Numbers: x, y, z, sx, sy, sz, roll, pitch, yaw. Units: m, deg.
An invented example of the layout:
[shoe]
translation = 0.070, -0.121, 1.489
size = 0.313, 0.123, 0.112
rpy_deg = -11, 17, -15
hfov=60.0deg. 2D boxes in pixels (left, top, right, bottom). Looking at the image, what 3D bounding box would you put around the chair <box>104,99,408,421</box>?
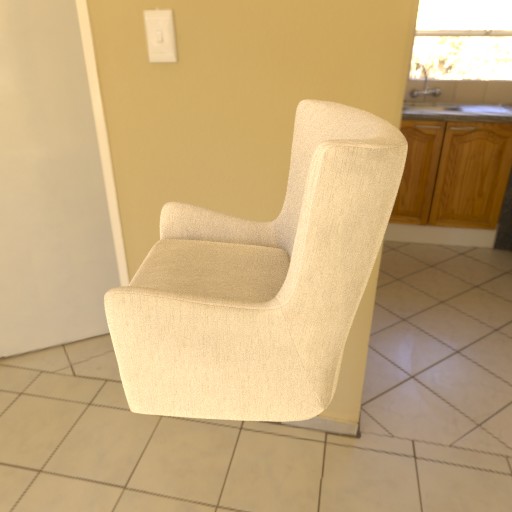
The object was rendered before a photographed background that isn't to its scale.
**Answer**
[chair]
translation = 0.000, 0.000, 1.622
size = 0.904, 1.000, 0.779
rpy_deg = 1, 27, 2
